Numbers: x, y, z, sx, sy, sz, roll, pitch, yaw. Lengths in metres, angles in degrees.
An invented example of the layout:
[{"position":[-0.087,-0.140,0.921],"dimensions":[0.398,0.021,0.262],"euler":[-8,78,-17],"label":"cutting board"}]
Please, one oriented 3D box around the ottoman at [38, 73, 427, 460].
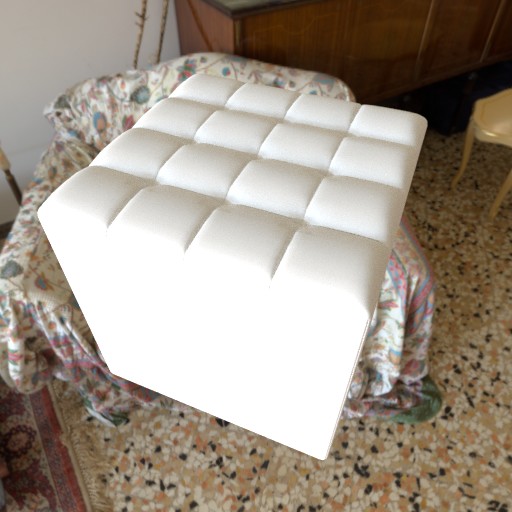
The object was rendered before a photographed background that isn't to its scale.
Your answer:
[{"position":[0.000,0.000,0.773],"dimensions":[0.425,0.432,0.425],"euler":[17,48,15],"label":"ottoman"}]
